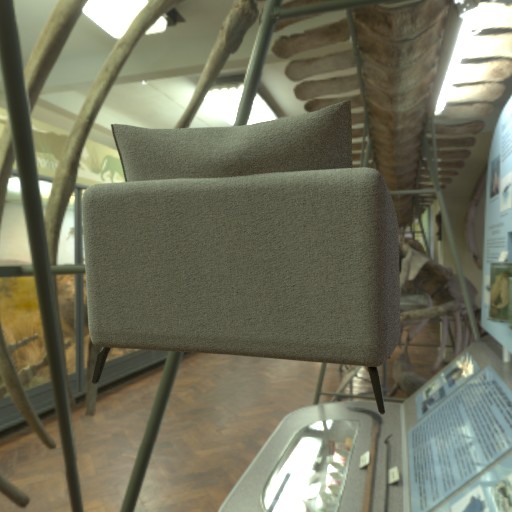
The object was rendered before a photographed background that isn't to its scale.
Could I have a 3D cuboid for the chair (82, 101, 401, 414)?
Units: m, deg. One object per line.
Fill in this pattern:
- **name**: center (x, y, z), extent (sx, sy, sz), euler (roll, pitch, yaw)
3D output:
- **chair**: center (0.000, 0.000, 1.661), extent (1.029, 0.856, 0.801), euler (0, 0, 18)
